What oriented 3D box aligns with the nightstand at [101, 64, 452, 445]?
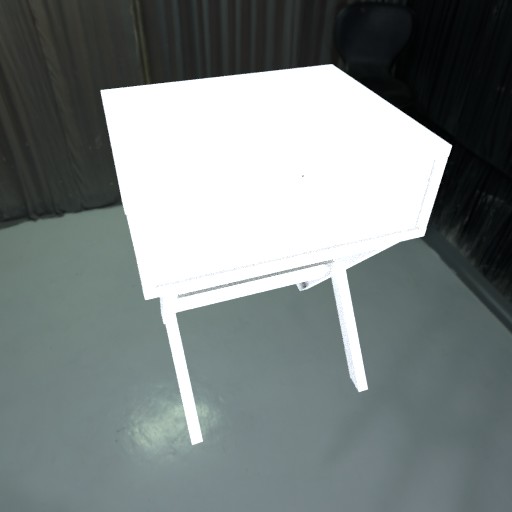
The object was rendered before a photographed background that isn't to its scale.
[{"bbox_3d":[0.000,0.000,0.945,0.479,0.623,0.402,-12,42,-14],"label":"nightstand"}]
